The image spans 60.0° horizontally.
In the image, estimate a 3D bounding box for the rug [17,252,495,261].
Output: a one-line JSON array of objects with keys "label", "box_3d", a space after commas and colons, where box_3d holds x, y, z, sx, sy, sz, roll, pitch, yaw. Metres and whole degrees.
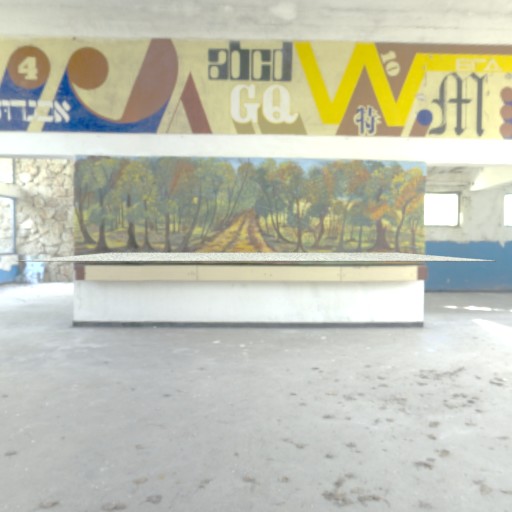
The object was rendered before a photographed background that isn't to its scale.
[{"label": "rug", "box_3d": [0.000, 0.000, 3.010, 2.439, 0.005, 1.524, 0, 2, 0]}]
